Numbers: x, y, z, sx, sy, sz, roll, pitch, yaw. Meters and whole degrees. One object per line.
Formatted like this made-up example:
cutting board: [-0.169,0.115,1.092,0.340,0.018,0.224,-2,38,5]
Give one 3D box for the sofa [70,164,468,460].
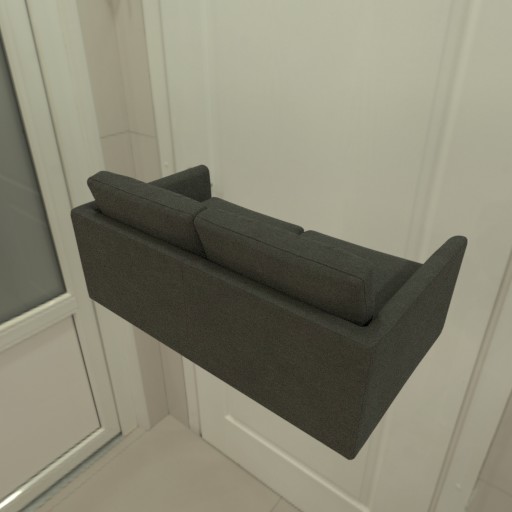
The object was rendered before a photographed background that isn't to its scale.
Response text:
sofa: [0.000,0.000,2.496,1.909,0.845,1.091,22,36,33]
